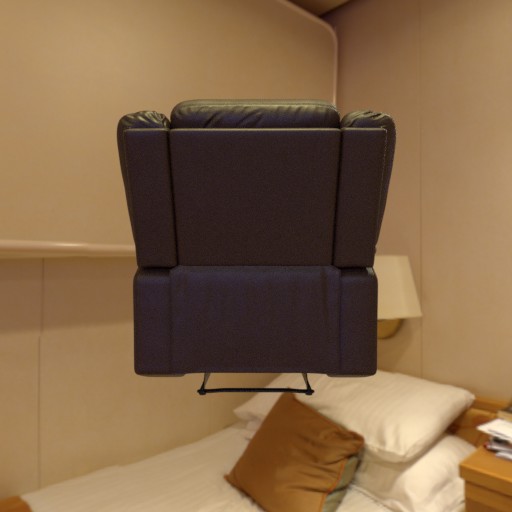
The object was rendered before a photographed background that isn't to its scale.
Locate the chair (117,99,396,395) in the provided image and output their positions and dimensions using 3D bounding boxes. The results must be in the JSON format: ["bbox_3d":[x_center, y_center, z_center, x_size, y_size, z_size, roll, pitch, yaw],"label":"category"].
[{"bbox_3d":[0.000,0.000,1.753,0.899,1.009,0.934,0,-1,0],"label":"chair"}]
